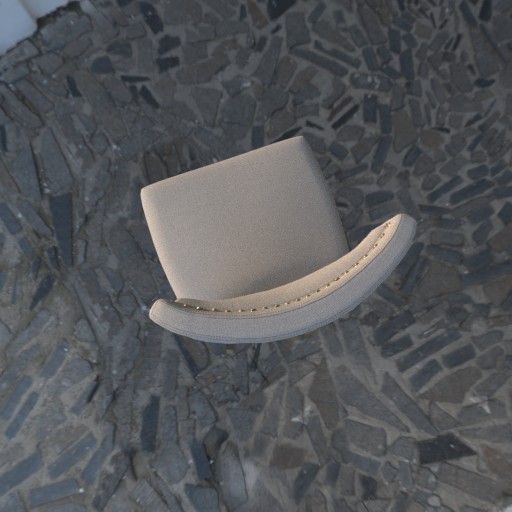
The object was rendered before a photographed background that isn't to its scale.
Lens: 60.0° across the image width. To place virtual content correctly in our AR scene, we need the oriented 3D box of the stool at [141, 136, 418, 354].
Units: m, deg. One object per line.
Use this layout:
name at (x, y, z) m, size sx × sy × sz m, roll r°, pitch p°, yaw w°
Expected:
stool at (0.000, 0.000, 1.306) m, size 0.527 × 0.982 × 0.563 m, roll -19°, pitch 76°, yaw -5°
